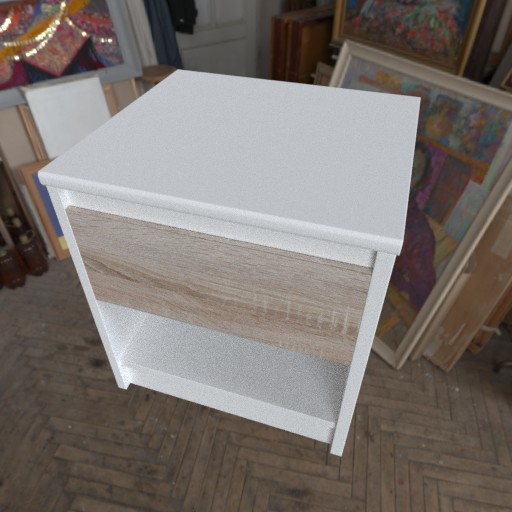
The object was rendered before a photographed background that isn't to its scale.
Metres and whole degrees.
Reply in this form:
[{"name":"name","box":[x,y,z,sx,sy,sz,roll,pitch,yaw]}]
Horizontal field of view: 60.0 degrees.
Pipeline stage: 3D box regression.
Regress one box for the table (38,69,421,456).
[{"name":"table","box":[0.000,0.000,0.760,0.420,0.460,0.380,12,42,14]}]
